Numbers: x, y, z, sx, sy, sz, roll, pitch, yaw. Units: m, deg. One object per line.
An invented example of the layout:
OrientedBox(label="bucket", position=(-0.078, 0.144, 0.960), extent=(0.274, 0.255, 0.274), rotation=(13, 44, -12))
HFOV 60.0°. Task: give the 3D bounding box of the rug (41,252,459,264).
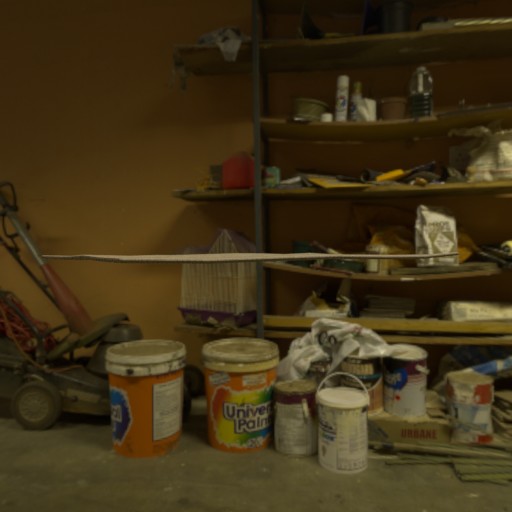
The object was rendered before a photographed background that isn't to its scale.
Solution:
OrientedBox(label="rug", position=(0.000, 0.000, 3.051), extent=(2.430, 0.053, 1.553), rotation=(0, 1, -36))
